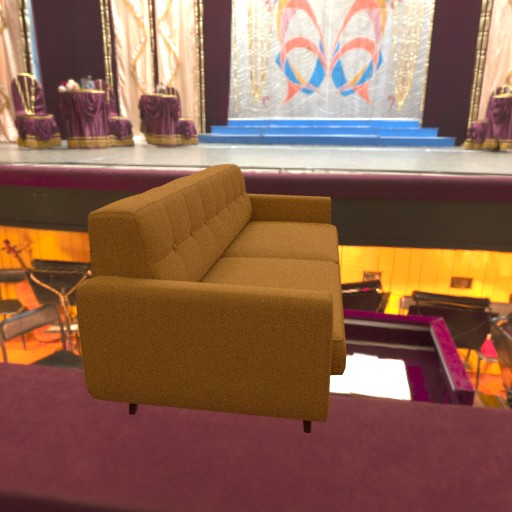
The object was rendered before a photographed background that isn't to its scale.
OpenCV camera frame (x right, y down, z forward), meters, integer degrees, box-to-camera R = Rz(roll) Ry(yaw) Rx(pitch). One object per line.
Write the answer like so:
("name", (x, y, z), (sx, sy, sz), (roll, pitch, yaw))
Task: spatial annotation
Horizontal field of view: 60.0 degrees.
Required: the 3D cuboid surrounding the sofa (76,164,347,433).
("sofa", (0.000, 0.000, 2.396), (0.909, 0.841, 2.029), (3, 17, 9))
